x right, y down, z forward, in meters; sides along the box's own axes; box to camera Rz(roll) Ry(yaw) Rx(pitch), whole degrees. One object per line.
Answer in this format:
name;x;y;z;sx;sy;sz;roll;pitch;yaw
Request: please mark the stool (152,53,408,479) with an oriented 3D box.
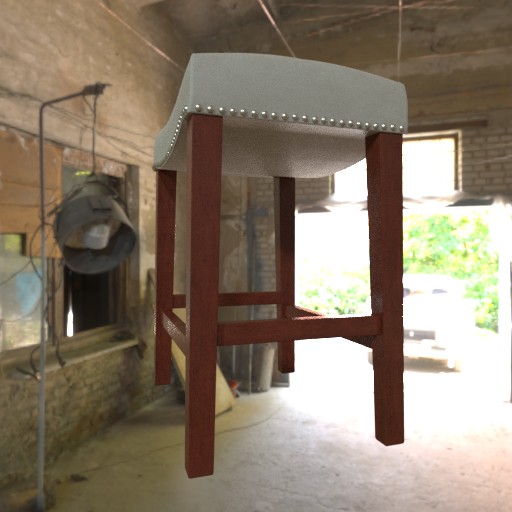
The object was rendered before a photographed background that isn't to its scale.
stool;0.000;0.000;0.916;0.375;0.632;0.509;0;1;-19
